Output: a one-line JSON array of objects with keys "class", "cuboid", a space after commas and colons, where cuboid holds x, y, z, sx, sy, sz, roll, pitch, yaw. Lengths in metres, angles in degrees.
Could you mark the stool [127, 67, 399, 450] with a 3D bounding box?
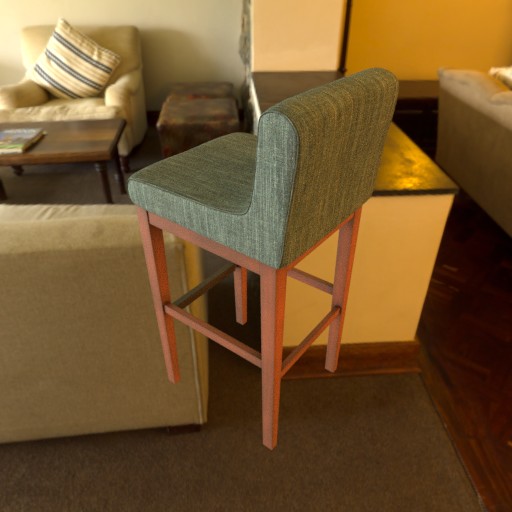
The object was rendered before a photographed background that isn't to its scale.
[{"class": "stool", "cuboid": [0.000, 0.000, 1.218, 0.499, 0.965, 0.426, 23, 40, 30]}]
